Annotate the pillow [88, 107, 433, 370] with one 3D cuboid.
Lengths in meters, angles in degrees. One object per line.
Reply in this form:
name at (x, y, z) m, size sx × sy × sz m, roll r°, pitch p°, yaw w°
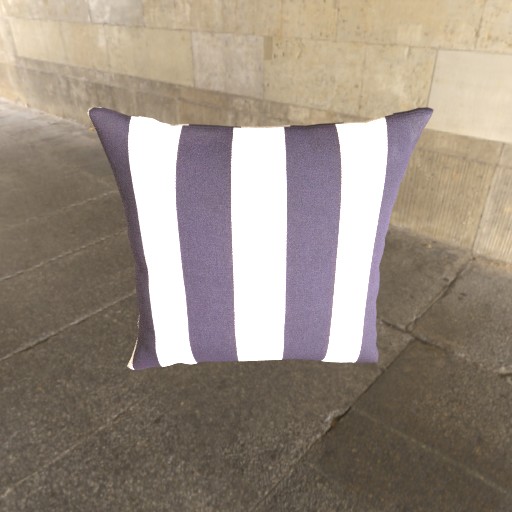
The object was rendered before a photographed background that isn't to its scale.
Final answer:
pillow at (0.000, 0.000, 0.803) m, size 0.536 × 0.526 × 0.189 m, roll -1°, pitch 31°, yaw -2°
